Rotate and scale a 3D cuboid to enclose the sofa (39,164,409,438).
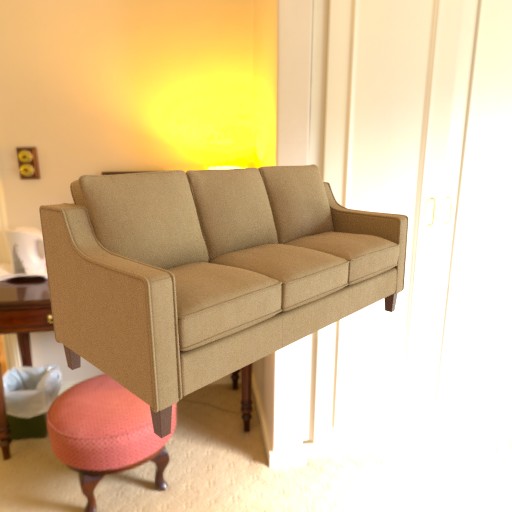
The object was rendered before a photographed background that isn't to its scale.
[{"bbox_3d":[0.000,0.000,2.532,0.911,0.974,1.986,13,19,42],"label":"sofa"}]
